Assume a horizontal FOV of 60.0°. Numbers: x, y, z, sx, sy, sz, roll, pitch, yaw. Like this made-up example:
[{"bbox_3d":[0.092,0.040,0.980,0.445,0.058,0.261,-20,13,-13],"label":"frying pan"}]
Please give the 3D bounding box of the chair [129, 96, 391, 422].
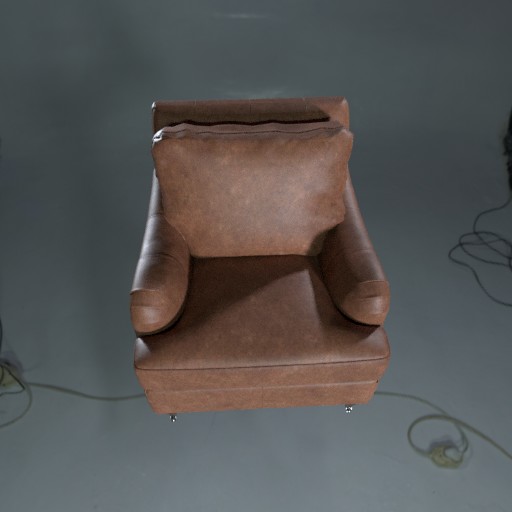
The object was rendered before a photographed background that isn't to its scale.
[{"bbox_3d":[0.000,0.000,1.988,0.986,1.055,1.158,-2,47,-2],"label":"chair"}]
